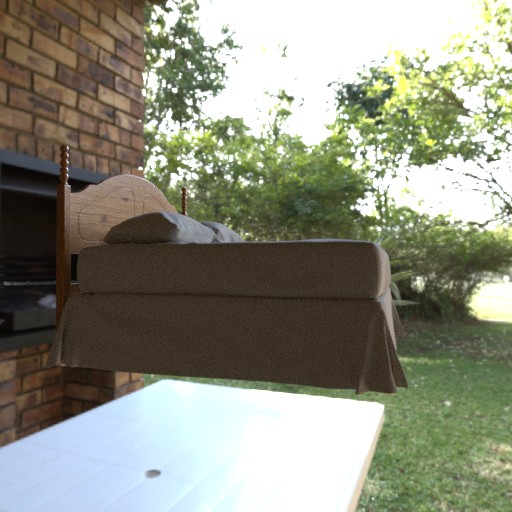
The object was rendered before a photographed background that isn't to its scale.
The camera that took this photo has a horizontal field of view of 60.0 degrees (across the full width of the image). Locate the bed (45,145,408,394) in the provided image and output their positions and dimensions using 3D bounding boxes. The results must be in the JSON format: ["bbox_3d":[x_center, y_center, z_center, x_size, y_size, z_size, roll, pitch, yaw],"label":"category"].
[{"bbox_3d":[0.000,0.000,3.187,2.040,1.356,1.873,0,-1,18],"label":"bed"}]
